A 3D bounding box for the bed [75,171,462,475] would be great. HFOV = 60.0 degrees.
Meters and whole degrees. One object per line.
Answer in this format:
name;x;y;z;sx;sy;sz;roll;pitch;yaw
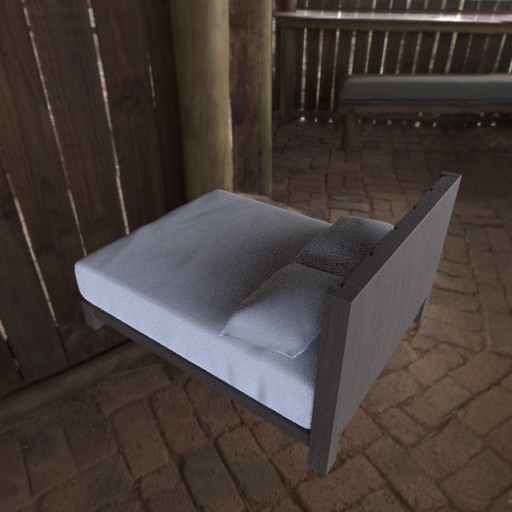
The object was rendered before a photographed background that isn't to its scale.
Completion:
bed;0.000;0.000;3.351;2.242;1.270;1.727;21;38;30
